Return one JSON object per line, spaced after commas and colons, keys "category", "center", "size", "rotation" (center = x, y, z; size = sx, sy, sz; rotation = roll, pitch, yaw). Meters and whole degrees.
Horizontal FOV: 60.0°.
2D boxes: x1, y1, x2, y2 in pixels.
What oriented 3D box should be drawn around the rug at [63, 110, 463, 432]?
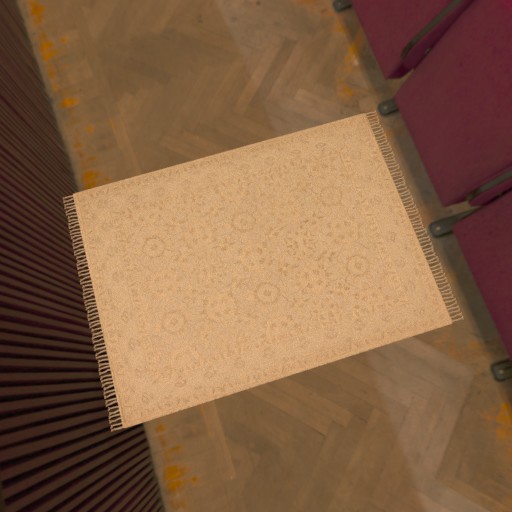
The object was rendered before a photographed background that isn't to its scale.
{"category": "rug", "center": [0.000, 0.000, 2.268], "size": [1.771, 0.015, 1.223], "rotation": [-17, 76, -4]}
